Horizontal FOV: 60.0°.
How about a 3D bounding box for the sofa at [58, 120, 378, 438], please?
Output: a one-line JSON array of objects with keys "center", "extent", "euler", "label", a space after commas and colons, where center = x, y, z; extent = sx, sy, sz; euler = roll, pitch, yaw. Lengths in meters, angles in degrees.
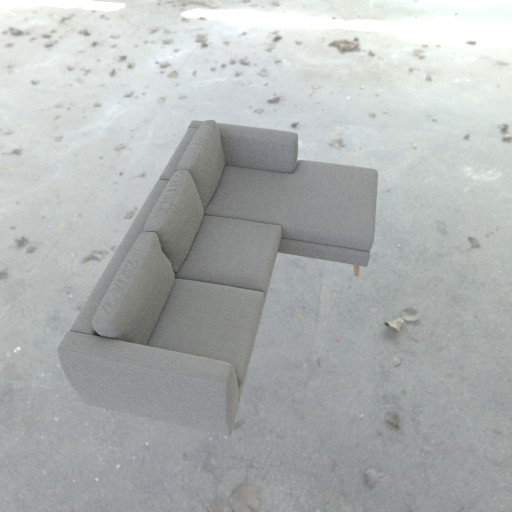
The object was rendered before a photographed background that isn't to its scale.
[{"center": [0.000, 0.000, 3.048], "extent": [1.580, 0.860, 2.300], "euler": [9, 49, 8], "label": "sofa"}]
